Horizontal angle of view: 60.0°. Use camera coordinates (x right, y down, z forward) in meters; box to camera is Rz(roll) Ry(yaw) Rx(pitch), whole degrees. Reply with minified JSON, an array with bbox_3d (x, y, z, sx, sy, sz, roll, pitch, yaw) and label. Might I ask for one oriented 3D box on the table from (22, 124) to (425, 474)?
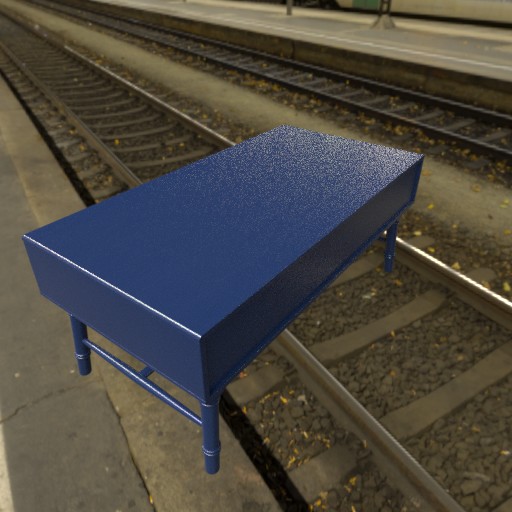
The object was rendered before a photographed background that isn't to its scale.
[{"bbox_3d":[0.000,0.000,1.351,0.572,0.457,1.067,22,39,30],"label":"table"}]
